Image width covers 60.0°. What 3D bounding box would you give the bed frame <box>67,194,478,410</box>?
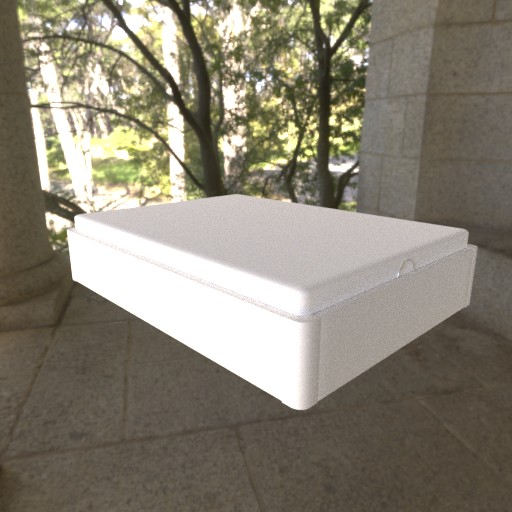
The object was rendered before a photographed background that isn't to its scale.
[{"bbox_3d":[0.000,0.000,2.523,1.400,0.406,1.900,-15,22,-42],"label":"bed frame"}]
